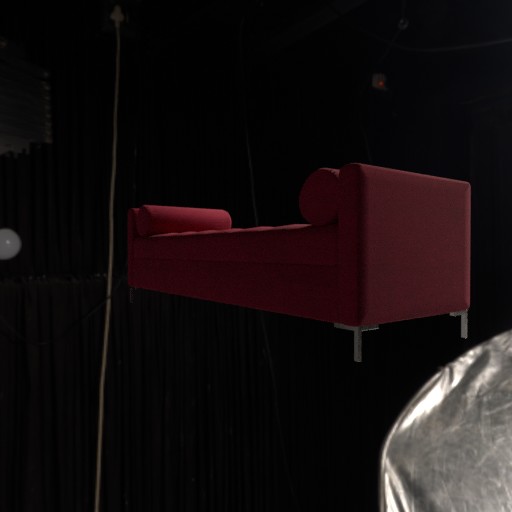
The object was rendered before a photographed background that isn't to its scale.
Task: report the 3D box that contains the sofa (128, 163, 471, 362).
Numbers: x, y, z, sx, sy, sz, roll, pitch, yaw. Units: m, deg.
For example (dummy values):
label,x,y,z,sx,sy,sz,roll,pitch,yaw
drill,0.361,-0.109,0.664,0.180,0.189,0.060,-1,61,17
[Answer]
label,x,y,z,sx,sy,sz,roll,pitch,yaw
sofa,0.000,0.000,2.366,0.686,0.635,1.981,-1,1,-36
